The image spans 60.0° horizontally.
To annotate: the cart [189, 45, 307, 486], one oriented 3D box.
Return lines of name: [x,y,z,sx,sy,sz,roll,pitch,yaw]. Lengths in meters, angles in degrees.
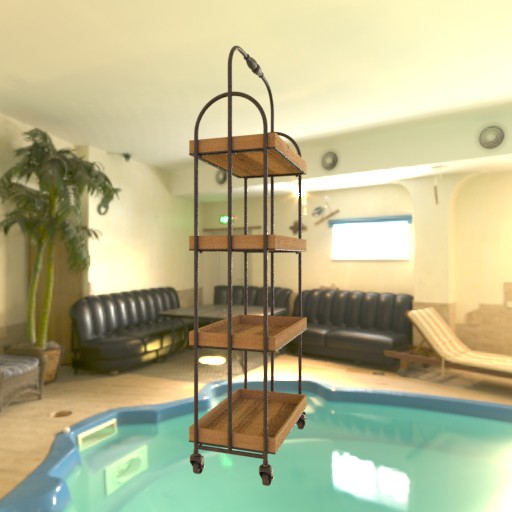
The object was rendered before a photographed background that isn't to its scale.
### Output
cart: [0.000,0.000,1.711,0.308,1.481,0.581,0,0,19]
